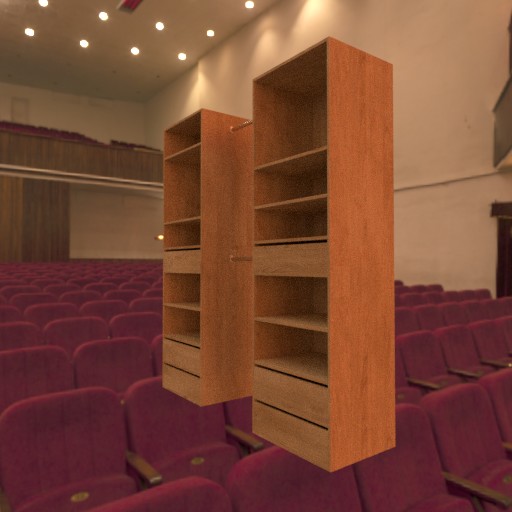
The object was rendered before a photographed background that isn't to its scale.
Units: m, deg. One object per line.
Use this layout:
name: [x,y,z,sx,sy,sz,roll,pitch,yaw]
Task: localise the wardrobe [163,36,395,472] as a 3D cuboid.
wardrobe: [0.000,0.000,2.883,0.480,2.000,1.770,1,-2,-37]
